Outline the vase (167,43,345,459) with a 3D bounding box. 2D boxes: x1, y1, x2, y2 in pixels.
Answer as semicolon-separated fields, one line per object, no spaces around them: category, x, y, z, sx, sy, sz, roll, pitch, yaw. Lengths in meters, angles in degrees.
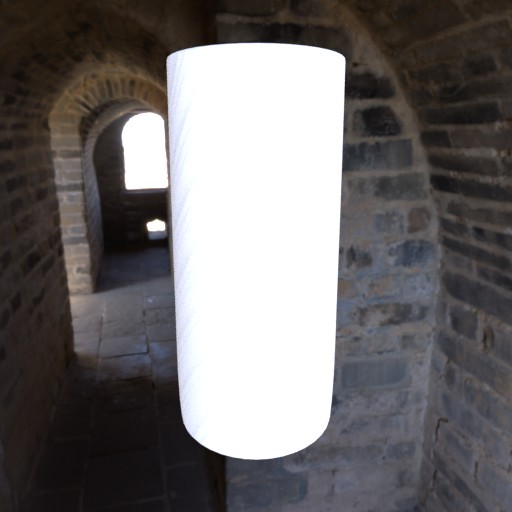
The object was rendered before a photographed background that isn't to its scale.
vase;0.000;0.000;0.387;0.143;0.316;0.143;0;15;0
